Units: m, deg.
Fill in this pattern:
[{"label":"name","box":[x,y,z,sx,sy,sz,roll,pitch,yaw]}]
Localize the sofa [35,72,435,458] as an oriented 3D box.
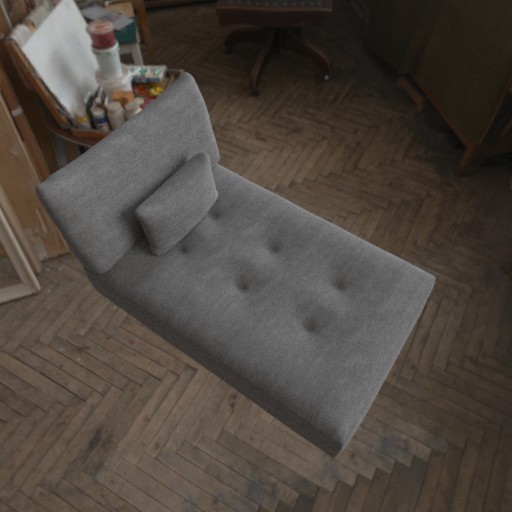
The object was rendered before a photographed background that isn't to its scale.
[{"label":"sofa","box":[0.000,0.000,1.962,1.450,0.820,0.930,30,61,18]}]
